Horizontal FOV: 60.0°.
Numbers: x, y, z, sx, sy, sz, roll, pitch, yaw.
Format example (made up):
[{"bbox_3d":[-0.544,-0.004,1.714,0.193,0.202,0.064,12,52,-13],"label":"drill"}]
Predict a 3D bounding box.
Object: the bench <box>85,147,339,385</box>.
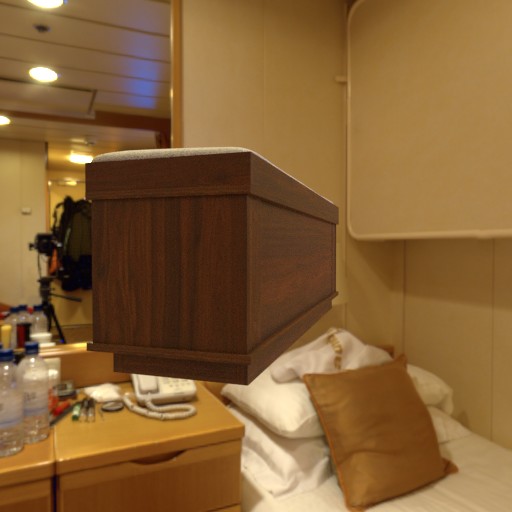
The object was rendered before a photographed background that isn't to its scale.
[{"bbox_3d":[0.000,0.000,1.411,0.367,0.468,1.196,0,1,18],"label":"bench"}]
